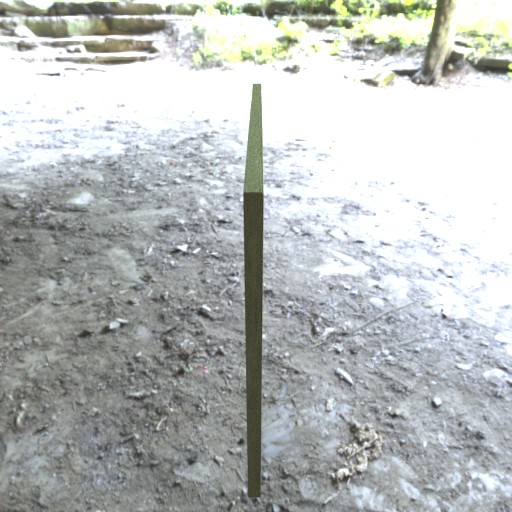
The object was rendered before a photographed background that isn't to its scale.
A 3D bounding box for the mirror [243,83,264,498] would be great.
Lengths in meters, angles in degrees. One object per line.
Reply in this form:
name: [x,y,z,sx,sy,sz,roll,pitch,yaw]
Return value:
mirror: [0.000,0.000,1.118,0.028,0.689,0.839,0,30,0]
